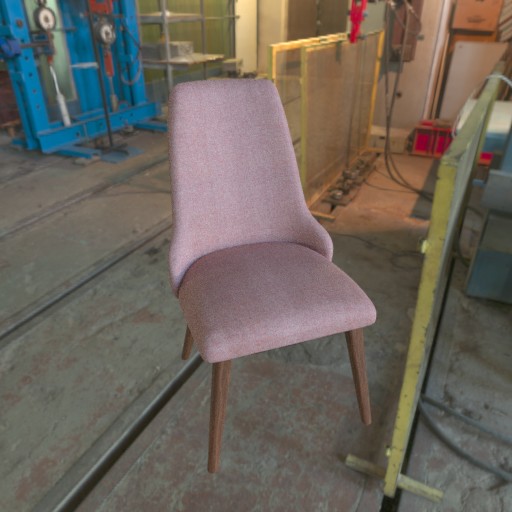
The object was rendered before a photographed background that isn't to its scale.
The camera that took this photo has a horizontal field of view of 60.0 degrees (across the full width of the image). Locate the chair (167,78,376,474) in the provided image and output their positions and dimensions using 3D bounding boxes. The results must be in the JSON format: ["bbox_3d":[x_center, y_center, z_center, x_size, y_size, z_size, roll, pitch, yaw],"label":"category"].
[{"bbox_3d":[0.000,0.000,1.354,0.535,0.918,0.707,-10,32,-16],"label":"chair"}]
